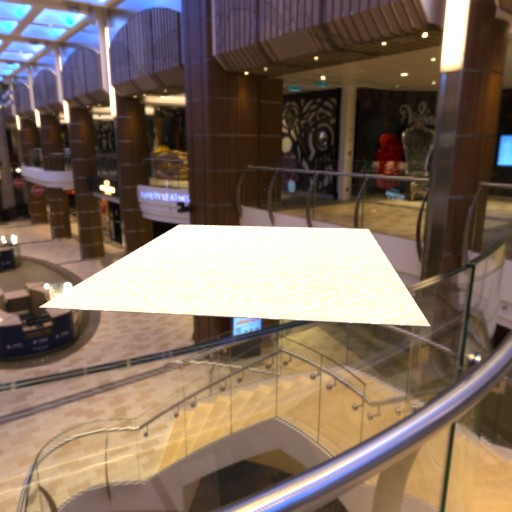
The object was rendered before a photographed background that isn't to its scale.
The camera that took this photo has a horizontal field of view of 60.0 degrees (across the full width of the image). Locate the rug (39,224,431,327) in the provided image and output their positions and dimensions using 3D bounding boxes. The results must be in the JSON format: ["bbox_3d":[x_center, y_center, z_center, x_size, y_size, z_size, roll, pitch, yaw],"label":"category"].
[{"bbox_3d":[0.000,0.000,3.938,2.283,0.006,2.892,2,14,7],"label":"rug"}]
